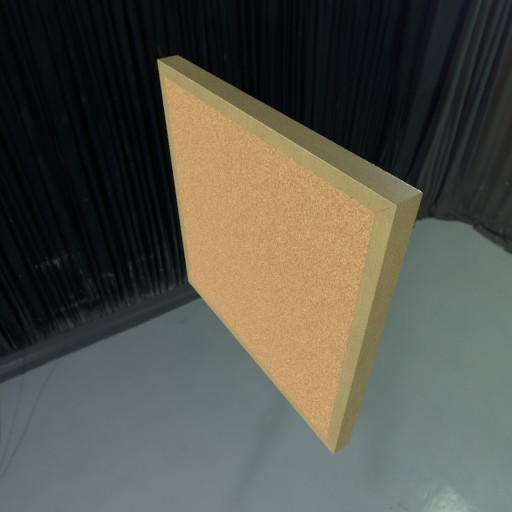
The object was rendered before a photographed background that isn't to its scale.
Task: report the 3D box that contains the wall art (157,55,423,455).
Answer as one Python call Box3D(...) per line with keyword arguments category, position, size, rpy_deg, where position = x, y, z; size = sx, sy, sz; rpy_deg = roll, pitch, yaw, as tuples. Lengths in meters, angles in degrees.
Box3D(category="wall art", position=(0.000, 0.000, 0.742), size=(0.038, 0.508, 0.508), rpy_deg=(-25, 47, -26))
